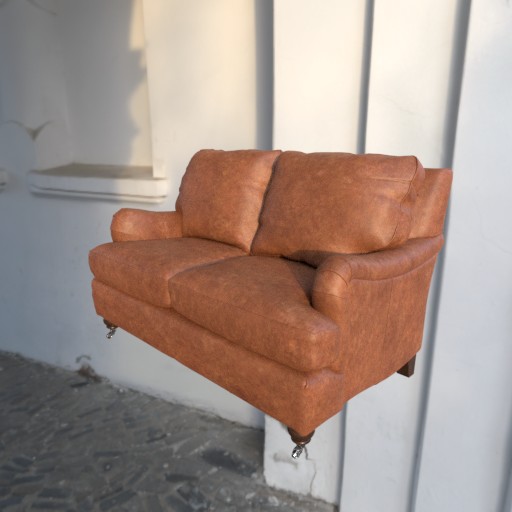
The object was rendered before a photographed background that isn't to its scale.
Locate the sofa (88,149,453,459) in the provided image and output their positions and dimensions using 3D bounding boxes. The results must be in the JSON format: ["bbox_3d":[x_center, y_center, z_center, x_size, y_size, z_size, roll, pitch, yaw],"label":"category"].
[{"bbox_3d":[0.000,0.000,2.173,1.527,1.004,1.077,15,21,43],"label":"sofa"}]
